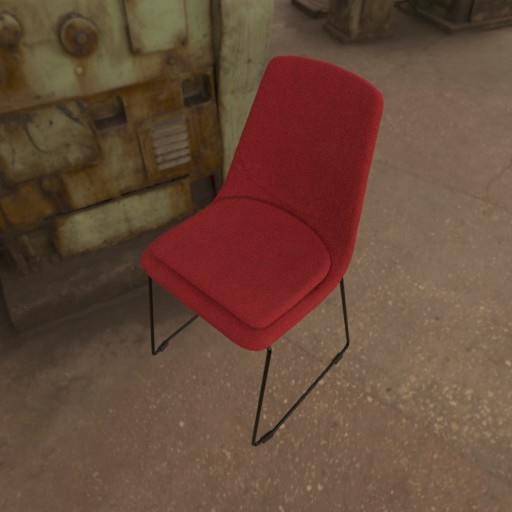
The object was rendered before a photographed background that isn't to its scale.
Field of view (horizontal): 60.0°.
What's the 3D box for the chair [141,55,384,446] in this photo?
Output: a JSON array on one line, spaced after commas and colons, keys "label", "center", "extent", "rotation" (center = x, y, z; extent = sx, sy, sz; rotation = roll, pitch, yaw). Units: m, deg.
[{"label": "chair", "center": [0.000, 0.000, 1.171], "extent": [0.479, 0.858, 0.518], "rotation": [32, 54, 28]}]
